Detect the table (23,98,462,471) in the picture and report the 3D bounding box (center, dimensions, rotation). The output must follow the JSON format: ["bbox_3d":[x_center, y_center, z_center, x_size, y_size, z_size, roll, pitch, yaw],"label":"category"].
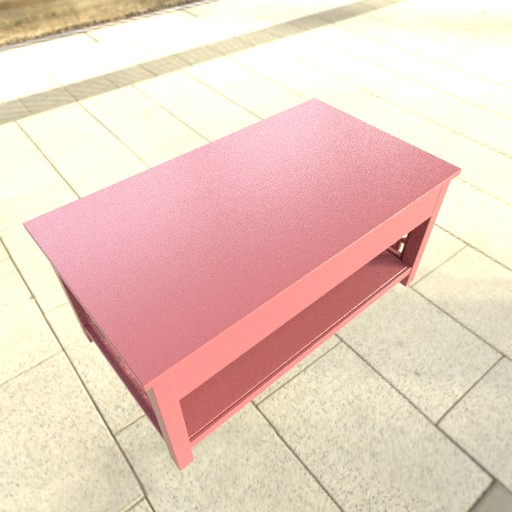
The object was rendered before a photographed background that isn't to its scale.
[{"bbox_3d":[0.000,0.000,1.393,1.068,0.493,0.612,-31,53,-27],"label":"table"}]
